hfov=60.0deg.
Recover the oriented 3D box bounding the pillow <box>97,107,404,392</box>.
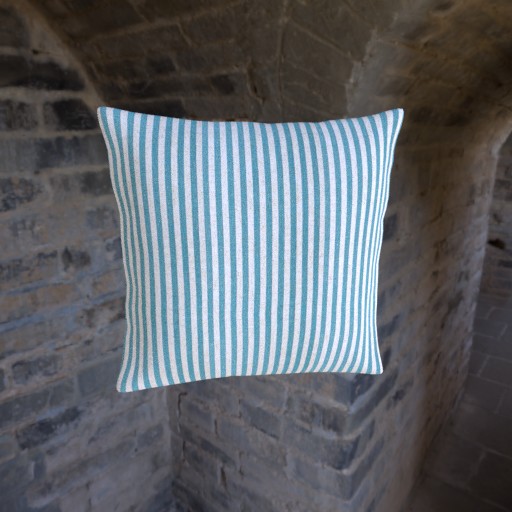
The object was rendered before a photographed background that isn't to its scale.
[{"bbox_3d":[0.000,0.000,0.800,0.523,0.510,0.166,-2,15,-8],"label":"pillow"}]
